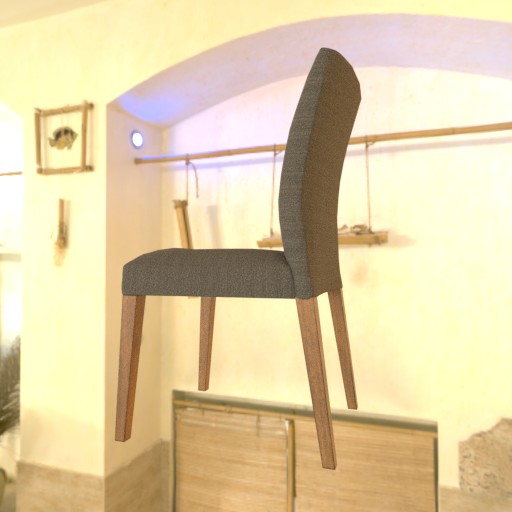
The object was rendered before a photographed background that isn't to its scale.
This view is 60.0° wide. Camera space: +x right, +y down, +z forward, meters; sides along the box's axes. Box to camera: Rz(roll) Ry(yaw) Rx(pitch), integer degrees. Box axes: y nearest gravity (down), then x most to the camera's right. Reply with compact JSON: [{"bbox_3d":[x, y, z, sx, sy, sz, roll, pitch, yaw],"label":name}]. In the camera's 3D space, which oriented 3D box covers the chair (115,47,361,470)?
[{"bbox_3d":[0.000,0.000,1.268,0.585,0.940,0.496,0,-1,19],"label":"chair"}]
